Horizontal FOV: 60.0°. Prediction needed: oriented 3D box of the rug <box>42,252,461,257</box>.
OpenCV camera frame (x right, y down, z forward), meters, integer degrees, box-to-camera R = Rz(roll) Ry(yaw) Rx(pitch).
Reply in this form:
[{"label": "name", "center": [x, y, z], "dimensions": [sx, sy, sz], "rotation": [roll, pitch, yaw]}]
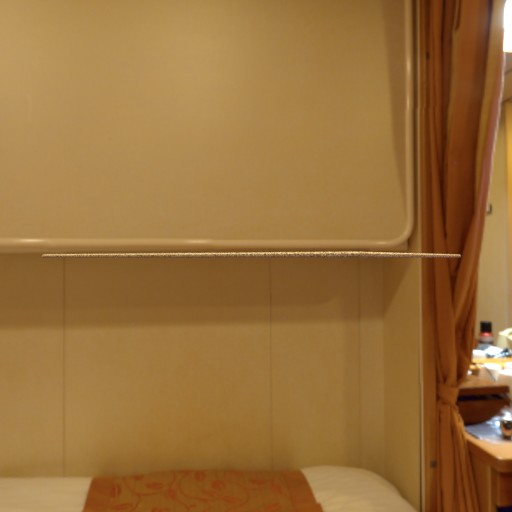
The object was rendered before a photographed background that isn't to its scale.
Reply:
[{"label": "rug", "center": [0.000, 0.000, 4.103], "dimensions": [3.047, 0.029, 2.438], "rotation": [0, 0, 36]}]
